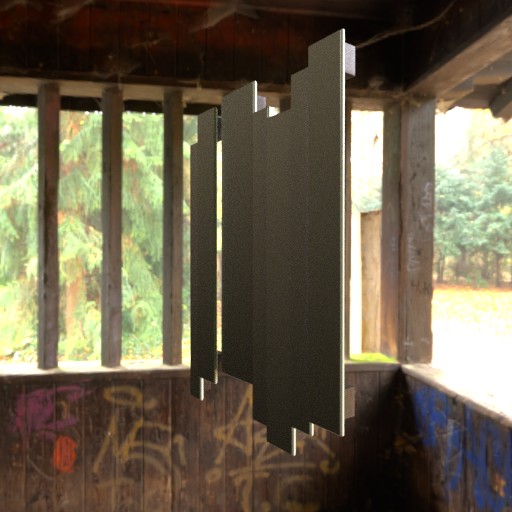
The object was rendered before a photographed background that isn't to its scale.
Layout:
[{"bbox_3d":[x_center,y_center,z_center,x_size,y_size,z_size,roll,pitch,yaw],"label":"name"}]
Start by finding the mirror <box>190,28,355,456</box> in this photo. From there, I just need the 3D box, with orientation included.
[{"bbox_3d":[0.000,0.000,0.771,0.058,0.611,0.445,0,0,-37],"label":"mirror"}]
